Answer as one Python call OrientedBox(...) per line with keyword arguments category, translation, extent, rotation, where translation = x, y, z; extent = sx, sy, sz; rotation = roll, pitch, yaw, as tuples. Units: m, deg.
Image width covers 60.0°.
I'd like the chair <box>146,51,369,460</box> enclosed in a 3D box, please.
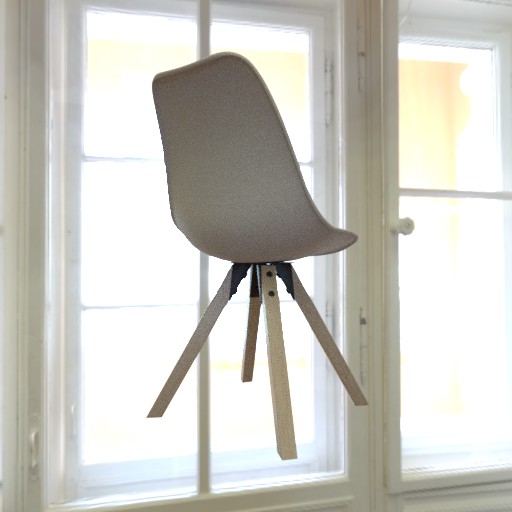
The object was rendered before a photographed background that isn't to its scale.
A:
OrientedBox(category="chair", translation=(0.000, 0.000, 1.193), extent=(0.485, 0.850, 0.550), rotation=(0, 0, 35))
